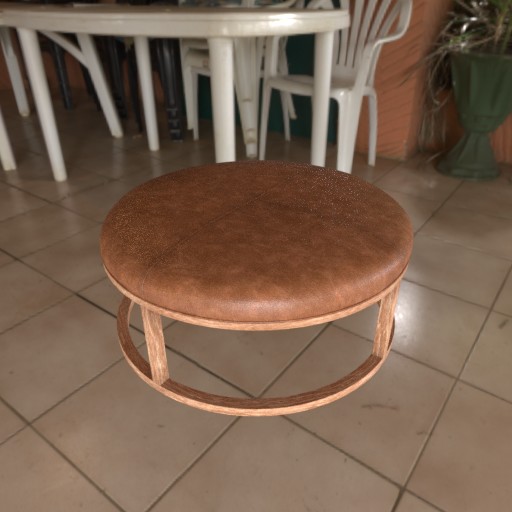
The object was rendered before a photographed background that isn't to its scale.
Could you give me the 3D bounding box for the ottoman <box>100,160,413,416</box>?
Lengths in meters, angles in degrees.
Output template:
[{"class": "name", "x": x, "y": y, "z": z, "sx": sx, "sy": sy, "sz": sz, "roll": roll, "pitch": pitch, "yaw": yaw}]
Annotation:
[{"class": "ottoman", "x": 0.000, "y": 0.000, "z": 1.544, "sx": 1.006, "sy": 0.445, "sz": 1.006, "roll": 0, "pitch": 31, "yaw": 0}]
